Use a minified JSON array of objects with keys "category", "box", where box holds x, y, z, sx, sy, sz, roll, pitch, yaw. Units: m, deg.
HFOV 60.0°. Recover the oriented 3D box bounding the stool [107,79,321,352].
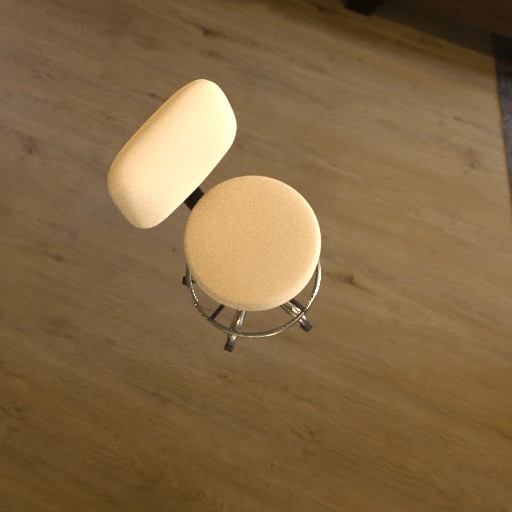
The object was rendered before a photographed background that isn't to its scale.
[{"category":"stool","box":[0.000,0.000,1.487,0.616,1.080,0.609,38,78,9]}]
